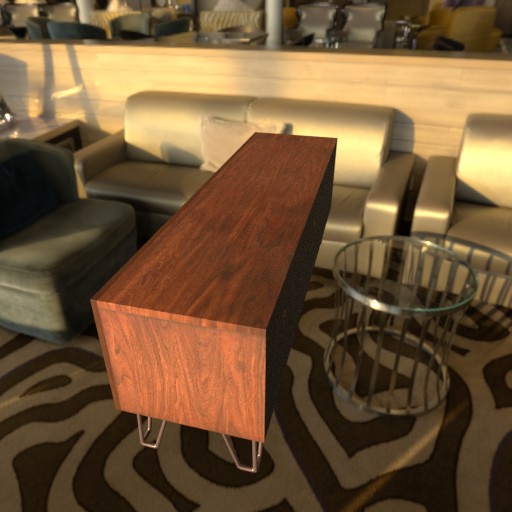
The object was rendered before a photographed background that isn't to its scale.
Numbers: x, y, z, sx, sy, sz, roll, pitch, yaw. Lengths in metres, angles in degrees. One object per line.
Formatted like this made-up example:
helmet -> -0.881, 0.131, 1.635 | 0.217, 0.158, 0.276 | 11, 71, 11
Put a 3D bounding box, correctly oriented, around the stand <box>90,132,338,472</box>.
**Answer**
stand -> 0.000, 0.000, 1.904 | 0.481, 0.610, 1.626 | 8, 32, 13
